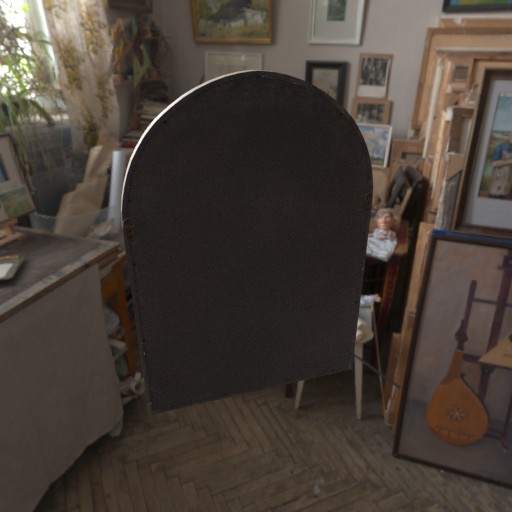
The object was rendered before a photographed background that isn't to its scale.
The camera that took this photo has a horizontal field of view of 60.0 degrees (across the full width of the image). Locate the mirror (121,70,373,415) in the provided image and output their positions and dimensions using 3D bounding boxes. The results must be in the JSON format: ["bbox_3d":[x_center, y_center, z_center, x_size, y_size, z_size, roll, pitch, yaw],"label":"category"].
[{"bbox_3d":[0.000,0.000,1.188,0.660,0.920,0.032,-8,27,-16],"label":"mirror"}]
